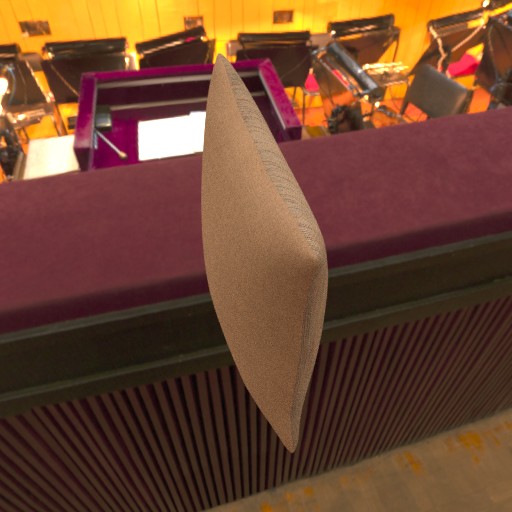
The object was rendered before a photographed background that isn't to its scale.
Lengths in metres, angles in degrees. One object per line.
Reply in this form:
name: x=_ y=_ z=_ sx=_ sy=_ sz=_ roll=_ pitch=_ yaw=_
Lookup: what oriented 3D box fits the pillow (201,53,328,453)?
pillow: x=0.000 y=0.000 z=0.776 sx=0.178 sy=0.506 sz=0.512 roll=-10 pitch=47 yaw=-10
